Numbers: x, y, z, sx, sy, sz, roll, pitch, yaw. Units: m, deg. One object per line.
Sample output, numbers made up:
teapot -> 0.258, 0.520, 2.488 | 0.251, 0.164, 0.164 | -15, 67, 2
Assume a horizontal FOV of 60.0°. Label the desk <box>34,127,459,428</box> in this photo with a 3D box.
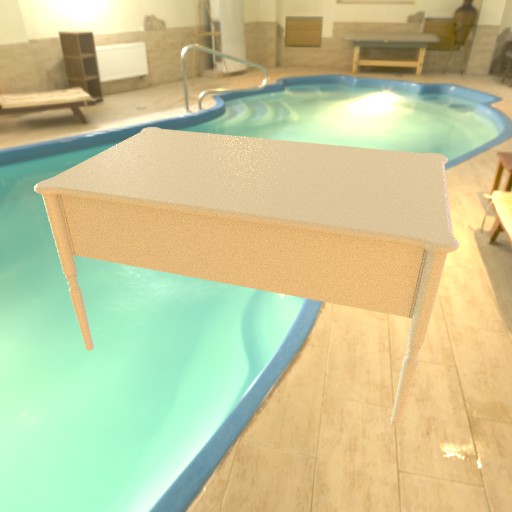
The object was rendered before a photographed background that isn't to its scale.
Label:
desk -> 0.000, 0.000, 1.847 | 1.380, 0.762, 0.807 | 9, 32, 15
